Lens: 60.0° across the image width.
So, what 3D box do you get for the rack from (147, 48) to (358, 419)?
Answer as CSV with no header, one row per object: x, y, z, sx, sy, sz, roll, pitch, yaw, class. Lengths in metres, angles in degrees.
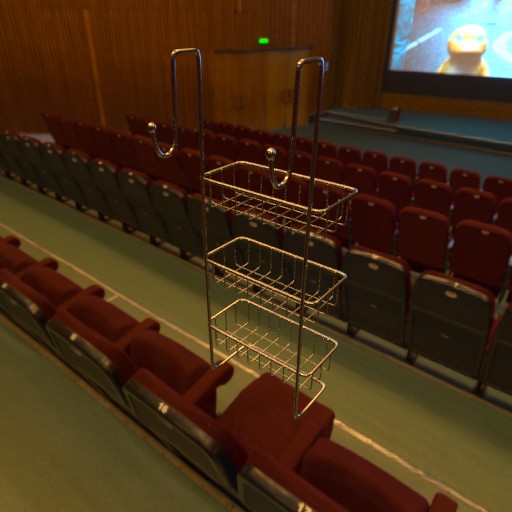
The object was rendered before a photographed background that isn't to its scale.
0.000,0.000,0.682,0.228,0.574,0.202,21,35,33,rack
